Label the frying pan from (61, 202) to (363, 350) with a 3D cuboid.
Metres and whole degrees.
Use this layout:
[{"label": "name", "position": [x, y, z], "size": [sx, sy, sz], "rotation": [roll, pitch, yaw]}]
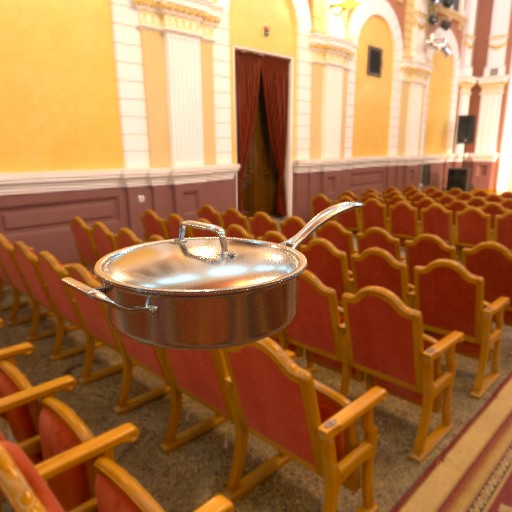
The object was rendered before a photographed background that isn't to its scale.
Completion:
[{"label": "frying pan", "position": [0.000, 0.000, 0.592], "size": [0.245, 0.111, 0.492], "rotation": [14, 20, 43]}]
